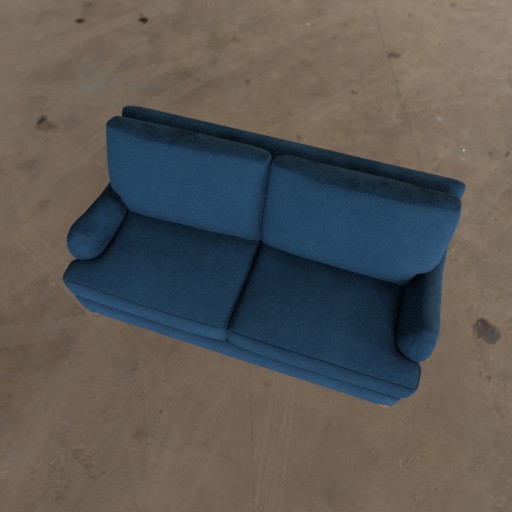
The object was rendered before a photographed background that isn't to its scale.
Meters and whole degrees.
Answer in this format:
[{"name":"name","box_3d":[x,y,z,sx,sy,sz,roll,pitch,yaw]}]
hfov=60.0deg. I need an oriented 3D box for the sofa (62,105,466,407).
[{"name":"sofa","box_3d":[0.000,0.000,2.690,2.141,1.101,1.084,16,59,10]}]
